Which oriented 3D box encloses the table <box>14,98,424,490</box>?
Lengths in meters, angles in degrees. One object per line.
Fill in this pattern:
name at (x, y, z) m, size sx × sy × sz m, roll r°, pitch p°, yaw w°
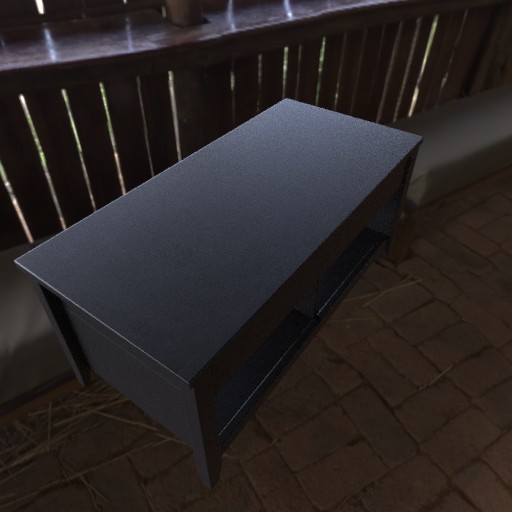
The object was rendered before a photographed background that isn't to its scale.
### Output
table at (0.000, 0.000, 1.255) m, size 0.483 × 0.457 × 1.016 m, roll 26°, pitch 48°, yaw 26°
